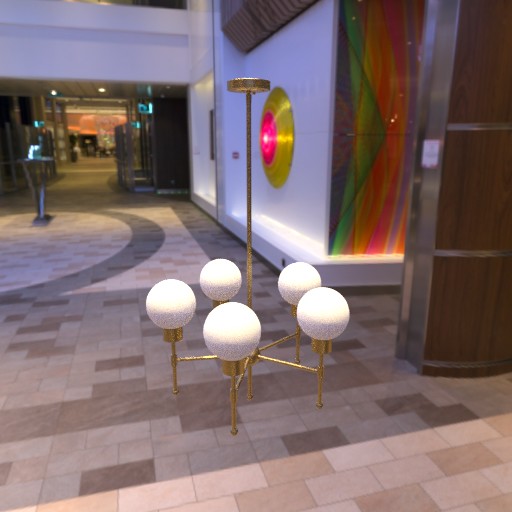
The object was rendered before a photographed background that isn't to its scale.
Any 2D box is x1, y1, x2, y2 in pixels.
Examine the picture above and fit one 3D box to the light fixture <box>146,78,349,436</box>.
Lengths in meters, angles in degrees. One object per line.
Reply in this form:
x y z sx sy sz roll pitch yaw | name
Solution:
0.000 0.000 1.797 0.785 1.331 0.815 7 16 27 | light fixture
